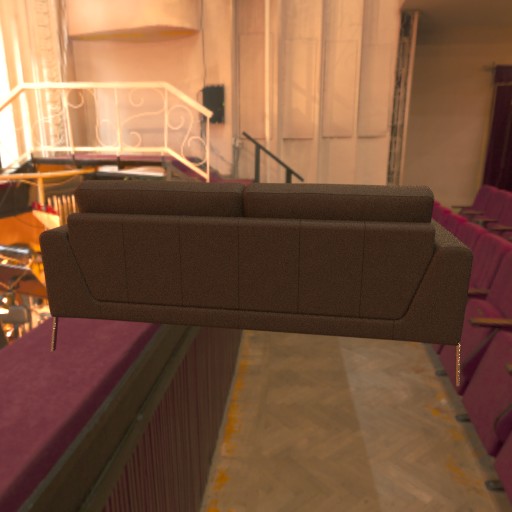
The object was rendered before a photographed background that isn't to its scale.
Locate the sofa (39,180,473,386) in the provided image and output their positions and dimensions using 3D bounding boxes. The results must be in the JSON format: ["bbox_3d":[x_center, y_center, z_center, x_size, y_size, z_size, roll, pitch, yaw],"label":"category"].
[{"bbox_3d":[0.000,0.000,2.479,2.017,0.875,0.953,3,15,9],"label":"sofa"}]
